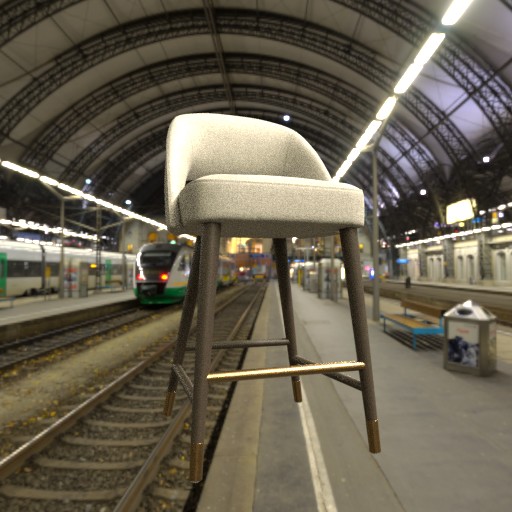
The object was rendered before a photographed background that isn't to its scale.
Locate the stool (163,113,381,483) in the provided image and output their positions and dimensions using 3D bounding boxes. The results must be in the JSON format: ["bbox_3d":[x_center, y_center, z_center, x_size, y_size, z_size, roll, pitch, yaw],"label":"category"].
[{"bbox_3d":[0.000,0.000,1.220,0.494,0.940,0.509,1,-2,-19],"label":"stool"}]
